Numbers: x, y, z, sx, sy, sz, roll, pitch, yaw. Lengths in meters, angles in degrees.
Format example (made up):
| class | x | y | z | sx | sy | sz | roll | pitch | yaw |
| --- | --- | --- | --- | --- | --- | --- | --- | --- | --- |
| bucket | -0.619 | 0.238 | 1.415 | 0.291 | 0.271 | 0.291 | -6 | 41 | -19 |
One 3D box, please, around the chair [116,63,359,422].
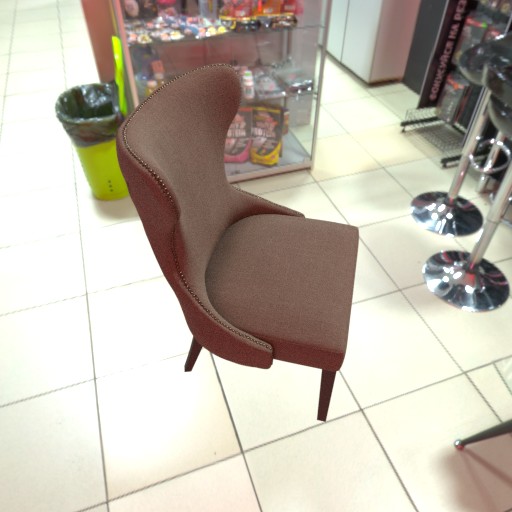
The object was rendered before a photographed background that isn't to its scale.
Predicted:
| class | x | y | z | sx | sy | sz | roll | pitch | yaw |
| --- | --- | --- | --- | --- | --- | --- | --- | --- | --- |
| chair | 0.000 | 0.000 | 1.401 | 0.635 | 0.967 | 0.628 | 10 | 46 | 10 |
